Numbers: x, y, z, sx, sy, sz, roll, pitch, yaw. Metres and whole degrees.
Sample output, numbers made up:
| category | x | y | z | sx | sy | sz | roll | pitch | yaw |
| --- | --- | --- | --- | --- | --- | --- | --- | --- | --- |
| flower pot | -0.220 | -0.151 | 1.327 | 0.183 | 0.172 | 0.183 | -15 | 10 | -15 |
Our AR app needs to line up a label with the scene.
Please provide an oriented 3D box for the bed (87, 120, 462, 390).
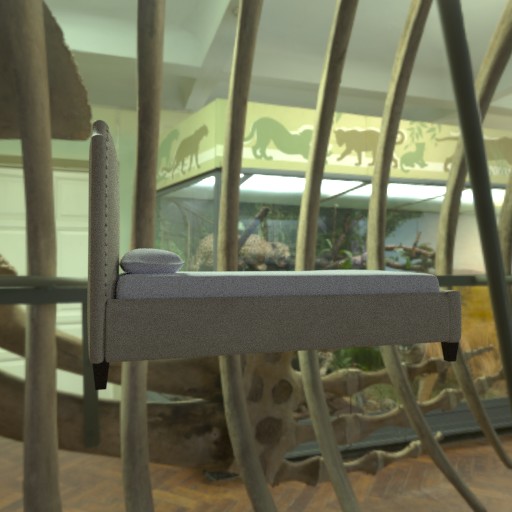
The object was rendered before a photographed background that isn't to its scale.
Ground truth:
| category | x | y | z | sx | sy | sz | roll | pitch | yaw |
| --- | --- | --- | --- | --- | --- | --- | --- | --- | --- |
| bed | 0.000 | 0.000 | 3.418 | 2.372 | 1.443 | 1.712 | 1 | -2 | -18 |
